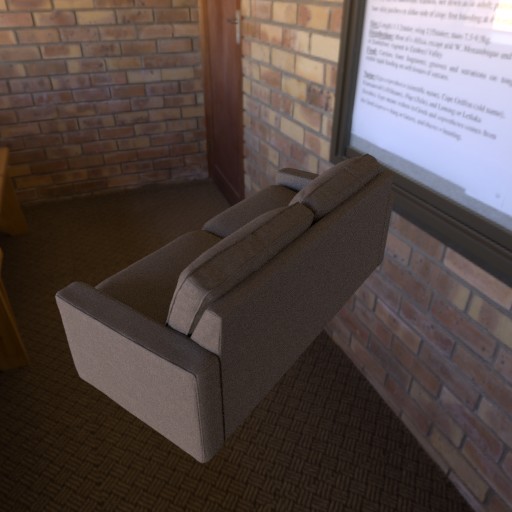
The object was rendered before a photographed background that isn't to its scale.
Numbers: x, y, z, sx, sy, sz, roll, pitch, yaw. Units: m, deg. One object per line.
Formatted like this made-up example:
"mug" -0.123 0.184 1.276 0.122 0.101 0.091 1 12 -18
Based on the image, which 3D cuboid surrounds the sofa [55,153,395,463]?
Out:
"sofa" 0.000 0.000 2.646 0.940 0.919 2.080 21 37 29
